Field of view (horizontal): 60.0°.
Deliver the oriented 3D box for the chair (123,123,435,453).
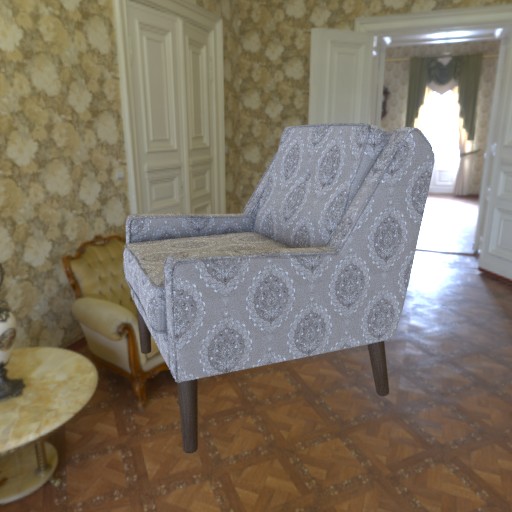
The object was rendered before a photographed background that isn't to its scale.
[{"bbox_3d":[0.000,0.000,1.385,0.750,0.797,0.665,-7,16,-23],"label":"chair"}]
